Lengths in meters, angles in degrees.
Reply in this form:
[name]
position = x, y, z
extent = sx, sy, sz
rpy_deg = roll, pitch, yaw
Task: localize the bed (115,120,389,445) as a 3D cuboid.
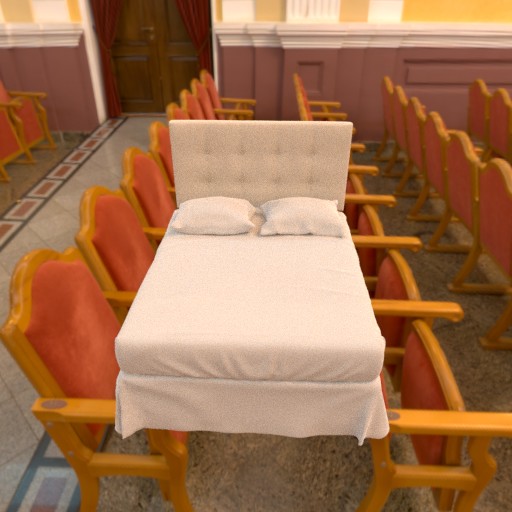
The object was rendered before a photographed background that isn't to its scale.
[bed]
position = 0.000, 0.000, 3.466
extent = 1.936, 1.577, 2.222
rpy_deg = 1, 31, 2
